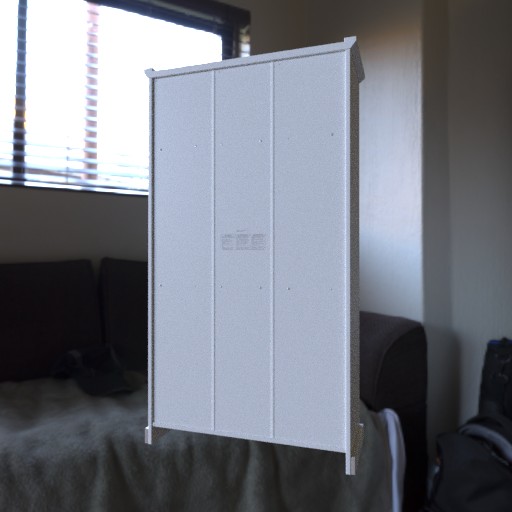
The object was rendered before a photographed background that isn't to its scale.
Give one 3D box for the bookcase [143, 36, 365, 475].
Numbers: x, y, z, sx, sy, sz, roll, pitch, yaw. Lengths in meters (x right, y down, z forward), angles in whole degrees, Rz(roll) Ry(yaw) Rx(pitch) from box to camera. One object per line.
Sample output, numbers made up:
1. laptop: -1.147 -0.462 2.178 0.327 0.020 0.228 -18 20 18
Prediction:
1. bookcase: 0.000 0.000 2.263 1.050 1.880 0.432 0 0 19
